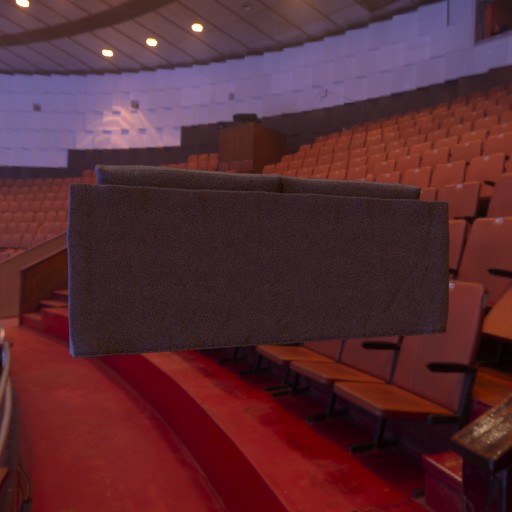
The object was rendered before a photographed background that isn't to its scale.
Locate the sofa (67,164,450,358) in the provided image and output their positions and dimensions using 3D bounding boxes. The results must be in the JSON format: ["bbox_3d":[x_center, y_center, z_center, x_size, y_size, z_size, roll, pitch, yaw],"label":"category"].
[{"bbox_3d":[0.000,0.000,2.574,1.982,0.855,0.953,0,0,-18],"label":"sofa"}]
